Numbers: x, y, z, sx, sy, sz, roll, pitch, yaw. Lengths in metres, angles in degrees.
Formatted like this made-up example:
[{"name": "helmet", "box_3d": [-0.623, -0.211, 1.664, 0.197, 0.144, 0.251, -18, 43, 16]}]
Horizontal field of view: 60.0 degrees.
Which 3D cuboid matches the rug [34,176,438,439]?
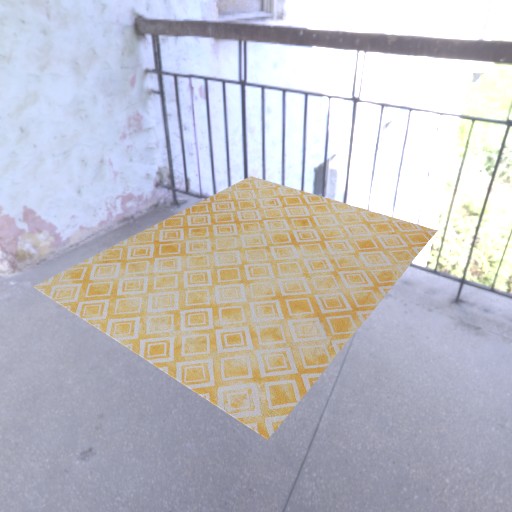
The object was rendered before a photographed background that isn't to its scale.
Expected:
[{"name": "rug", "box_3d": [0.000, 0.000, 4.154, 2.433, 0.011, 3.037, 22, 38, 30]}]
